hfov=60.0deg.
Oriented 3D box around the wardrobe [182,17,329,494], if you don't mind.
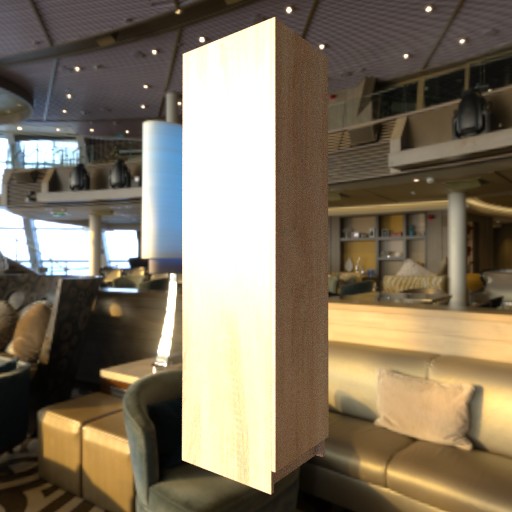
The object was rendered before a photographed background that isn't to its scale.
[{"bbox_3d":[0.000,0.000,2.331,0.588,2.117,0.496,-1,-1,37],"label":"wardrobe"}]
